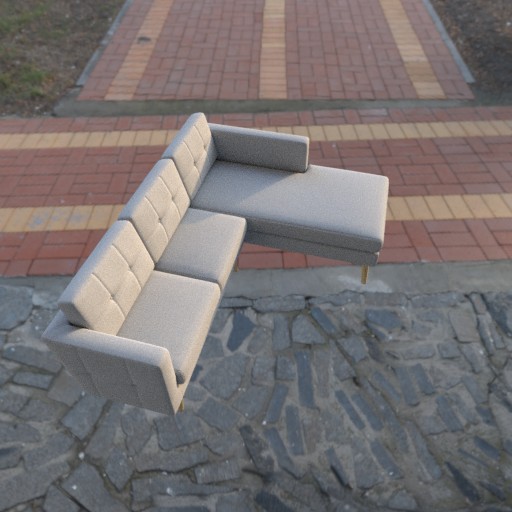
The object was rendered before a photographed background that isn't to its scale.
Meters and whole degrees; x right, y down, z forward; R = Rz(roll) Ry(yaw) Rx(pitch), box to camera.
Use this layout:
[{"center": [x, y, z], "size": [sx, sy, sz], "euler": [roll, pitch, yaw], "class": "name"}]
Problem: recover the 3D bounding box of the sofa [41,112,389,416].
[{"center": [0.000, 0.000, 2.771], "size": [1.530, 0.860, 2.040], "euler": [11, 47, 10], "class": "sofa"}]
